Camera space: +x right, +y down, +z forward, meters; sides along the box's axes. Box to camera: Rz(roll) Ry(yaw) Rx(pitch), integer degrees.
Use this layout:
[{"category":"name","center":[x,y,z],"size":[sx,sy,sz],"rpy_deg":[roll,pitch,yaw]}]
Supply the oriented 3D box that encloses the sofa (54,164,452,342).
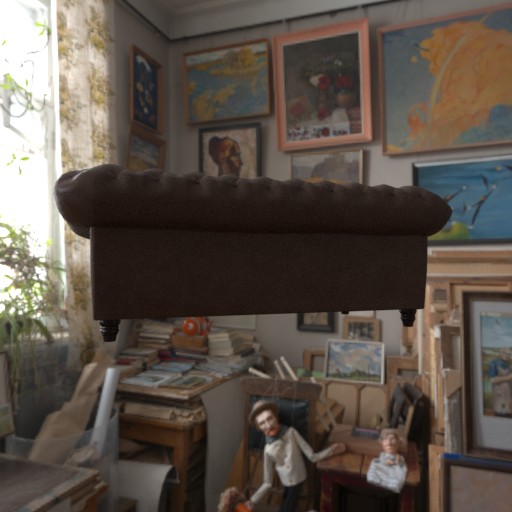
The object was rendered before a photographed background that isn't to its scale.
[{"category":"sofa","center":[0.000,0.000,2.508],"size":[2.048,0.784,0.955],"rpy_deg":[0,-2,-18]}]
